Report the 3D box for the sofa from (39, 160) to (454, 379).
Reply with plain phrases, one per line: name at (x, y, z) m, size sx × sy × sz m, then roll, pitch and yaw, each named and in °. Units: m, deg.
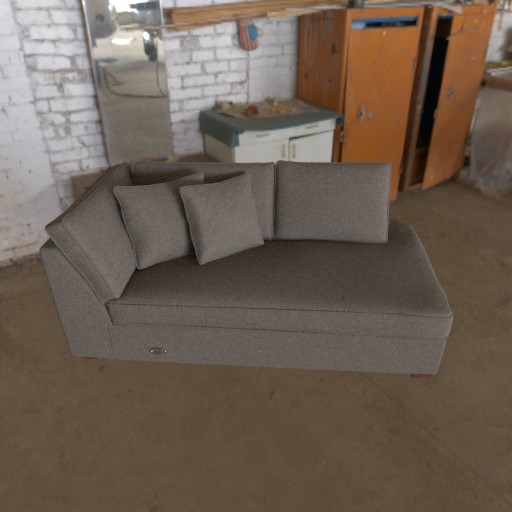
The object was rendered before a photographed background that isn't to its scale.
sofa at (0.000, 0.000, 2.851) m, size 2.237 × 1.033 × 1.110 m, roll 2°, pitch 31°, yaw 3°
